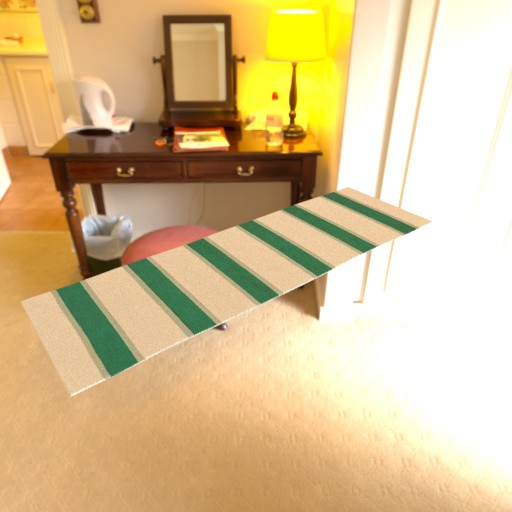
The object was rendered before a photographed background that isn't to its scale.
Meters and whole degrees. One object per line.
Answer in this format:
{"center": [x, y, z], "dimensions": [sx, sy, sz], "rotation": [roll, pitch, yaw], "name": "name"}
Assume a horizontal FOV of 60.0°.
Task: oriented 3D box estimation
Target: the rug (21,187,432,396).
{"center": [0.000, 0.000, 2.630], "dimensions": [2.438, 0.012, 0.768], "rotation": [-22, 38, -31], "name": "rug"}
